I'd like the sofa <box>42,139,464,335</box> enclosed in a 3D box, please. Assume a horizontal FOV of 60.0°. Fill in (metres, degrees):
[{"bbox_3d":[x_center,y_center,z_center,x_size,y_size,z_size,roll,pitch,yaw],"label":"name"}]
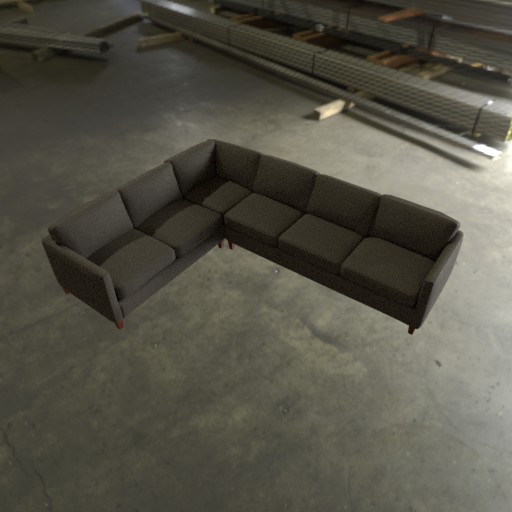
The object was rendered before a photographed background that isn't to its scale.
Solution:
[{"bbox_3d":[0.000,0.000,4.453,3.302,0.947,2.593,25,46,27],"label":"sofa"}]
